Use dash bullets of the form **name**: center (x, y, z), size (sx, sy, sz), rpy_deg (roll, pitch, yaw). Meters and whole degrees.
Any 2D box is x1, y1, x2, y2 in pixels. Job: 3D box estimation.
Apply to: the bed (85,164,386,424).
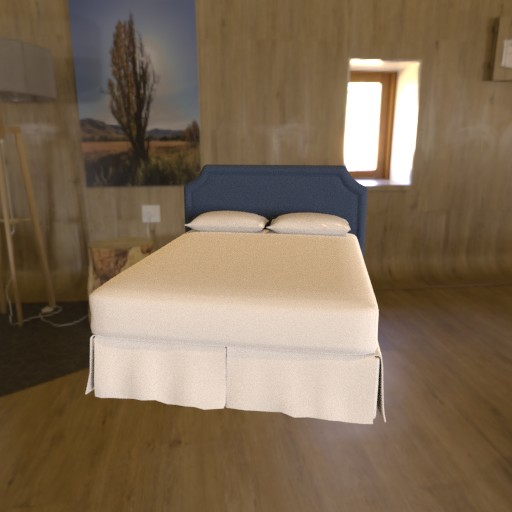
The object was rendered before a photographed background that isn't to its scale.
- **bed**: center (0.000, 0.000, 3.446), size (1.831, 1.297, 2.260), rpy_deg (2, 14, 9)
